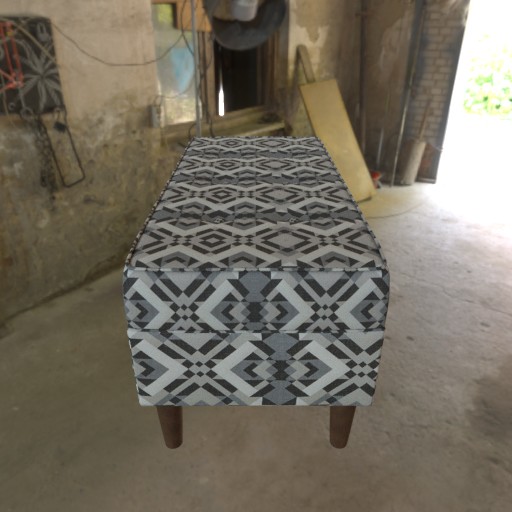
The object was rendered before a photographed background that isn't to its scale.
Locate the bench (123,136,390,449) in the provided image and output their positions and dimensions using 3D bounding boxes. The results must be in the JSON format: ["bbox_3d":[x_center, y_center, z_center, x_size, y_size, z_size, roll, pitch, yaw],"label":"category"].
[{"bbox_3d":[0.000,0.000,1.305,0.492,0.477,1.016,0,28,0],"label":"bench"}]
